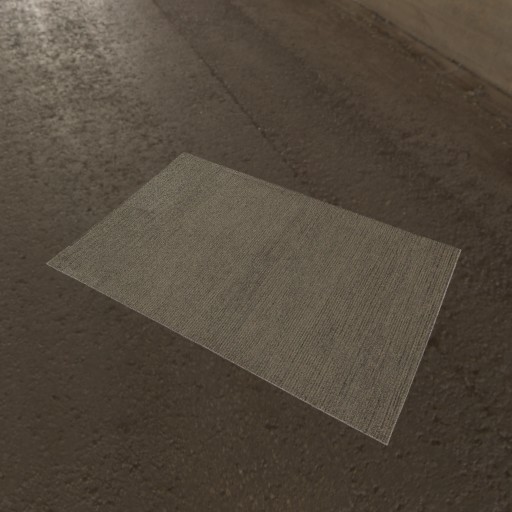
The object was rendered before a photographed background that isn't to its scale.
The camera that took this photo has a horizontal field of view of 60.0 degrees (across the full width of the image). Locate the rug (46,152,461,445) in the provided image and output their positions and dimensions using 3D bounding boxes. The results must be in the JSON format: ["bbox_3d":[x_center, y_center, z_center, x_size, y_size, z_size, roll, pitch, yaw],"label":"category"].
[{"bbox_3d":[0.000,0.000,2.237,1.773,0.021,1.149,23,50,21],"label":"rug"}]
